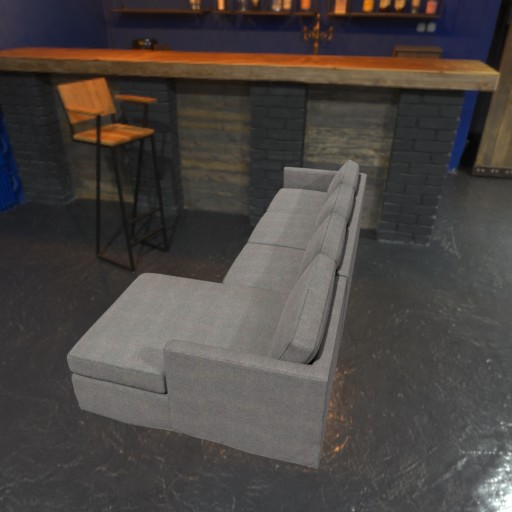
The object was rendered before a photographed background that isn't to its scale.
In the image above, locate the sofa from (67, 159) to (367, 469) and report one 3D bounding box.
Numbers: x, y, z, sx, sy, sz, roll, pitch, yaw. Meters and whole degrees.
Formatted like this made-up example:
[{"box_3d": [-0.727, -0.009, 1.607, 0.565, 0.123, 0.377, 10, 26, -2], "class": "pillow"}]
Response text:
[{"box_3d": [0.000, 0.000, 3.863, 1.650, 0.922, 3.205, 8, 31, 13], "class": "sofa"}]
